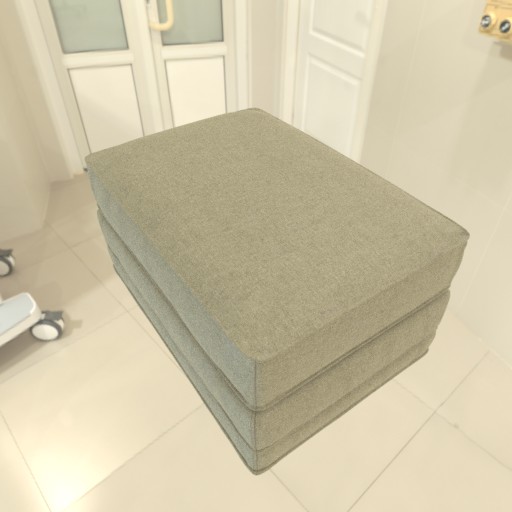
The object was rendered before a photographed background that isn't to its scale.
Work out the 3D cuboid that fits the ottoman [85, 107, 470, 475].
[{"bbox_3d":[0.000,0.000,1.208,0.611,0.508,0.848,-25,47,-25],"label":"ottoman"}]
